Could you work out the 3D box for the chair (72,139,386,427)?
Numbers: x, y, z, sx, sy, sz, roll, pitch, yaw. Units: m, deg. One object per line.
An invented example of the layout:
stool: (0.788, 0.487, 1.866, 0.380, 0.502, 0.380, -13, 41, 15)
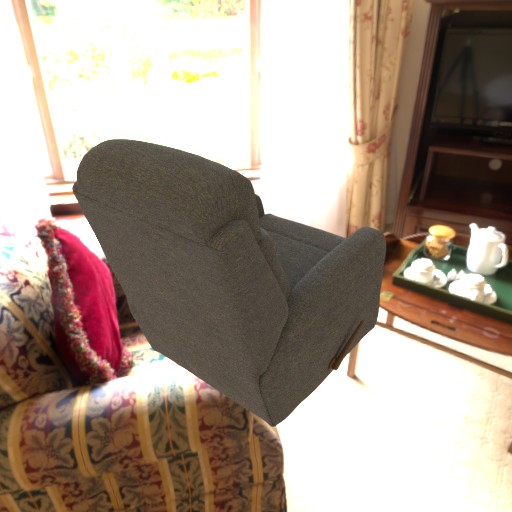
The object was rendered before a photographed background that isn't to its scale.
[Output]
chair: (0.000, 0.000, 1.735, 0.798, 1.013, 1.043, 21, 35, 33)
